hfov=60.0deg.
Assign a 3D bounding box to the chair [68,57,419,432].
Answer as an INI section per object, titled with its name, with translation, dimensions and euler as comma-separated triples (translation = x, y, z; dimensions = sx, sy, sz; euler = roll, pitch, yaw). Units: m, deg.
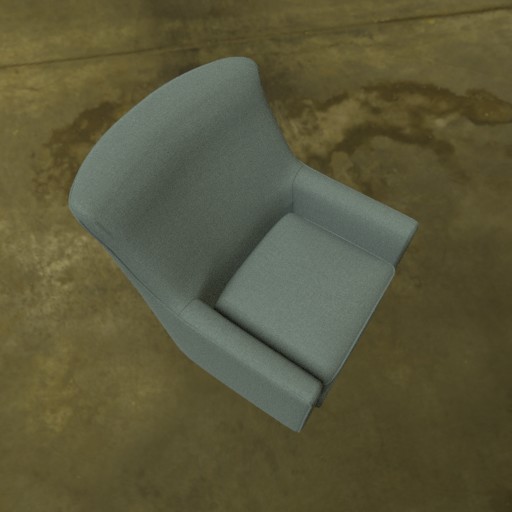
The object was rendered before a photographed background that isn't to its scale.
[chair]
translation = 0.000, 0.000, 1.551
dimensions = 0.879, 0.916, 0.756
euler = 30, 63, 17
